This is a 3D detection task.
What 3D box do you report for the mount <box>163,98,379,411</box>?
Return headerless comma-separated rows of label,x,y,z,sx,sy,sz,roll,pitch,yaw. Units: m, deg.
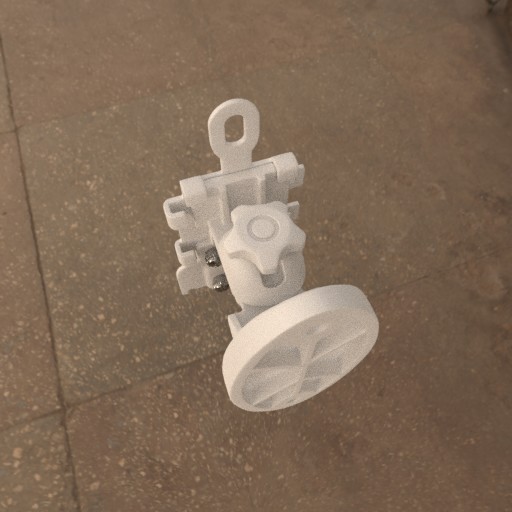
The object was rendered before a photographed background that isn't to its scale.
mount,0.000,0.000,0.177,0.066,0.118,0.100,-16,61,-9
